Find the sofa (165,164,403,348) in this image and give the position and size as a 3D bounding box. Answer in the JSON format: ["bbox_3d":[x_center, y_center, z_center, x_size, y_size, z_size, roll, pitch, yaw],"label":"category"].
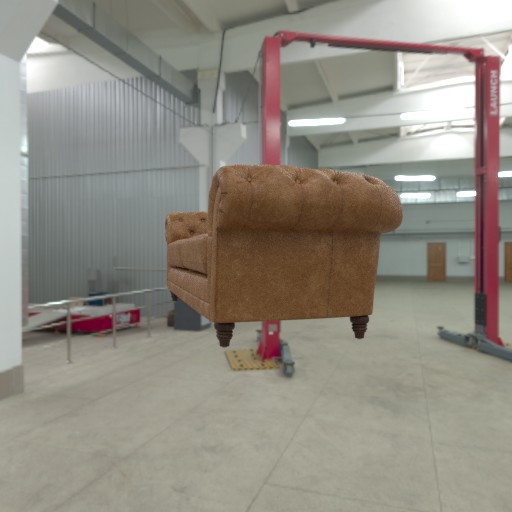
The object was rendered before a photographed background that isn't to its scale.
[{"bbox_3d":[0.000,0.000,2.873,0.989,0.760,2.365,0,0,-17],"label":"sofa"}]
